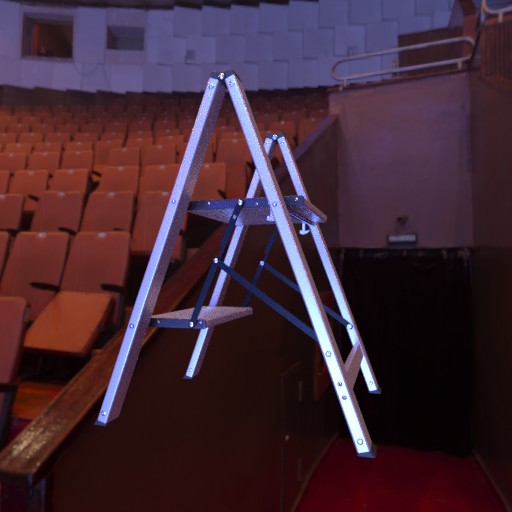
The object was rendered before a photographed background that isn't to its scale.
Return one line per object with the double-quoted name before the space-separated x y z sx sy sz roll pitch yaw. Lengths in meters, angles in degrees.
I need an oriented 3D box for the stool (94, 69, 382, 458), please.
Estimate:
"stool" 0.000 0.000 1.009 0.535 0.670 0.440 -1 -2 17
